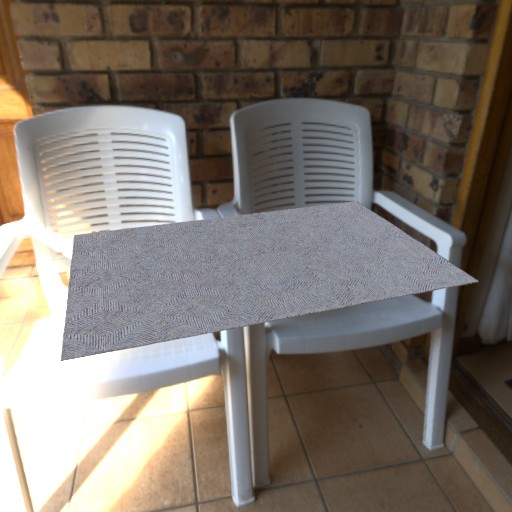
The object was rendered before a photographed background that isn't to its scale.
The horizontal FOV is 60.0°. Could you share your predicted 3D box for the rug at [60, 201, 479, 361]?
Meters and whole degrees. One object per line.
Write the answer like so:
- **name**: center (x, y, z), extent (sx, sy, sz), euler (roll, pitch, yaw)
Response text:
- **rug**: center (0.000, 0.000, 3.063), extent (2.428, 0.007, 1.519), euler (-8, 28, -16)
